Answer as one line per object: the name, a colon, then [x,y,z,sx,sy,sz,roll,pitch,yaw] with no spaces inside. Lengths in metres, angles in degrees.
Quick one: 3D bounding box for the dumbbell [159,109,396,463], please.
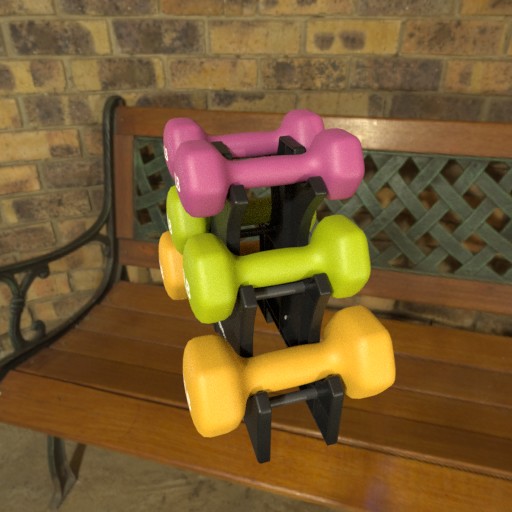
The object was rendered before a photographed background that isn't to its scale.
dumbbell: [0.000,0.000,0.465,0.190,0.271,0.300,-9,32,-14]
